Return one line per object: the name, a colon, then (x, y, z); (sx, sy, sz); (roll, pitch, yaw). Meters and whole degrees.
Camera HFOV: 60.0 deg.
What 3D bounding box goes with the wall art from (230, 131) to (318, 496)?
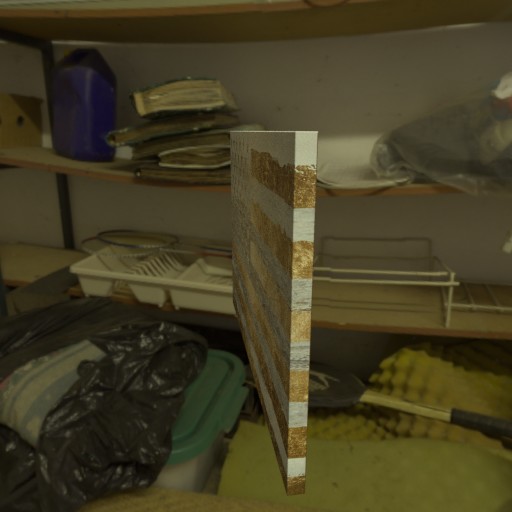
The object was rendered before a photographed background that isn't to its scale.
wall art: (0.000, 0.000, 1.406); (0.041, 0.762, 1.145); (-2, 16, -8)
